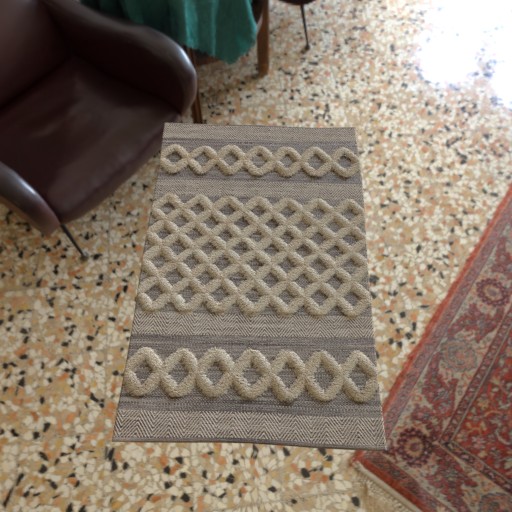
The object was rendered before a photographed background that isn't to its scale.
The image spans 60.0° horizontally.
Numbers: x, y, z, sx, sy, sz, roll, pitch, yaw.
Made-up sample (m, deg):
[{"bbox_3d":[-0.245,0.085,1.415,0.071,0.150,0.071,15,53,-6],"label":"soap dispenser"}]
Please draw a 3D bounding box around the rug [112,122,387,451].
[{"bbox_3d":[0.000,0.000,2.944,1.513,0.033,2.333,2,63,1],"label":"rug"}]
